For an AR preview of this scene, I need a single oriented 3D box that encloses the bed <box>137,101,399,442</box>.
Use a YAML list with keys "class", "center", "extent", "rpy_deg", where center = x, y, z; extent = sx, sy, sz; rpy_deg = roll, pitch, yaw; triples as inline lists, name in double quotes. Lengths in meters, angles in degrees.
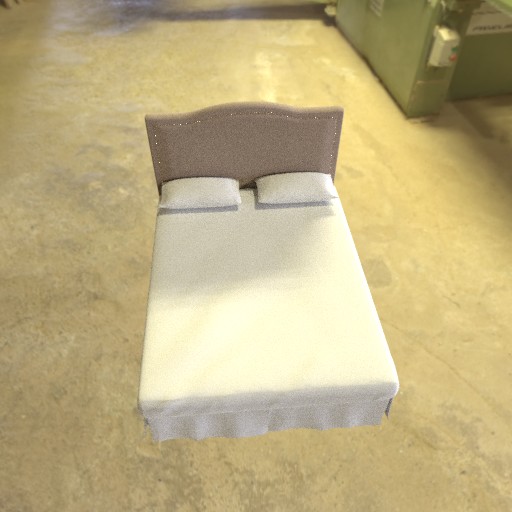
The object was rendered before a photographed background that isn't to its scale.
- class: "bed"
  center: [0.000, 0.000, 3.487]
  extent: [1.821, 1.436, 2.282]
  rpy_deg: [-3, 47, -3]
